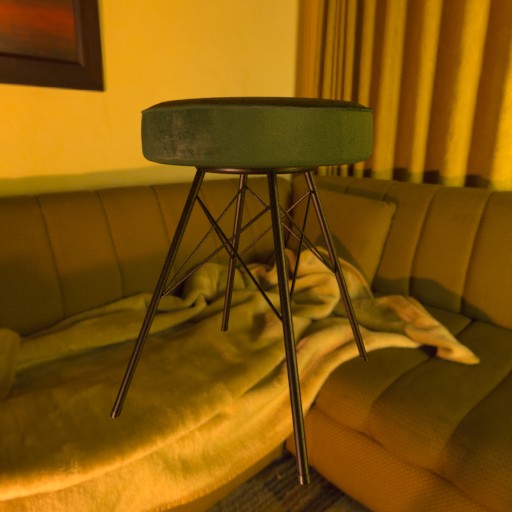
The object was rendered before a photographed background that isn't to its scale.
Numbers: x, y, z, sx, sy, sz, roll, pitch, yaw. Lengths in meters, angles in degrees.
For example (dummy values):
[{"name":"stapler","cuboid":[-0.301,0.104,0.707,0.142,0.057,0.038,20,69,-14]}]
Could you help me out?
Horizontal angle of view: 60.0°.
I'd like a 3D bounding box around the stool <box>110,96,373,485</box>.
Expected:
[{"name":"stool","cuboid":[0.000,0.000,0.905,0.430,0.595,0.457,7,17,25]}]
